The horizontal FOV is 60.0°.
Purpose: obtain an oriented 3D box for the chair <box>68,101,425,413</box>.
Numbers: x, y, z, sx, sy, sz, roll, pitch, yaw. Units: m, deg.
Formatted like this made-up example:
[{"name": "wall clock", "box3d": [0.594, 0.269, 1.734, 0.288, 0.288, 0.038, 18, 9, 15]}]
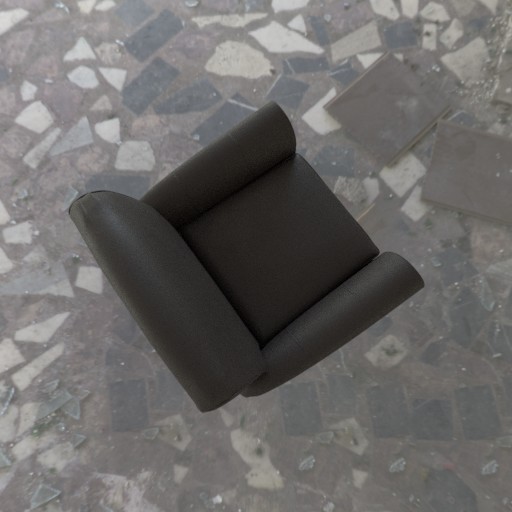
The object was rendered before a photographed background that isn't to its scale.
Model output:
[{"name": "chair", "box3d": [0.000, 0.000, 1.779, 0.902, 1.061, 0.978, -35, 79, -8]}]
